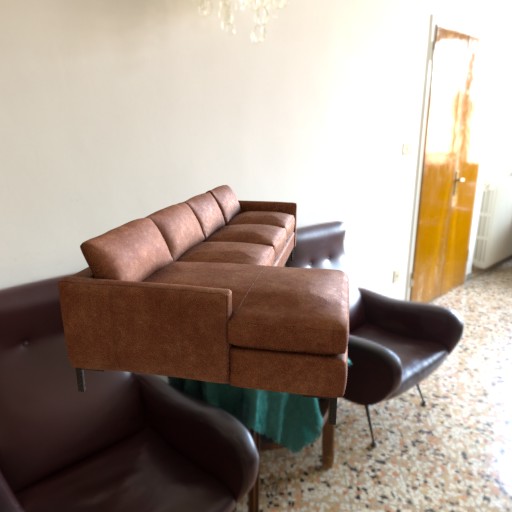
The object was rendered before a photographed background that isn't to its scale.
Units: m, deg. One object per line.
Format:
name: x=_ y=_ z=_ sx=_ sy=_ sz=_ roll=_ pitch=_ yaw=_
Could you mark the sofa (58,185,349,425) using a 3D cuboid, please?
sofa: x=0.000 y=0.000 z=3.567 sx=1.471 sy=0.859 sz=2.993 roll=3 pitch=16 yaw=11
